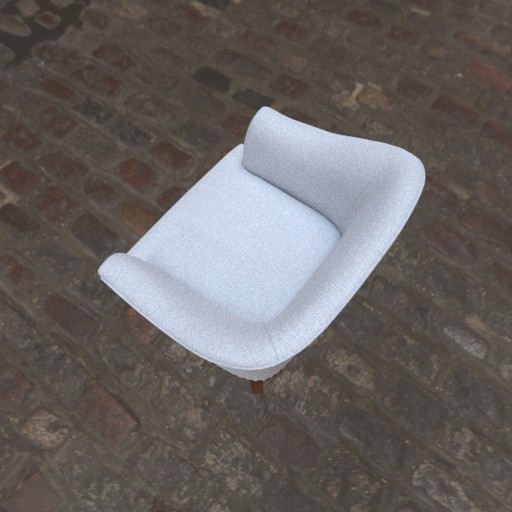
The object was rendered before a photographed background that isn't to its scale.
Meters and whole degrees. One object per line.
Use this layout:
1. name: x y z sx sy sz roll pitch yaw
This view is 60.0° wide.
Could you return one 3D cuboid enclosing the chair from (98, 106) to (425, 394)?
1. chair: 0.000 0.000 1.446 0.704 0.815 0.798 34 68 16
